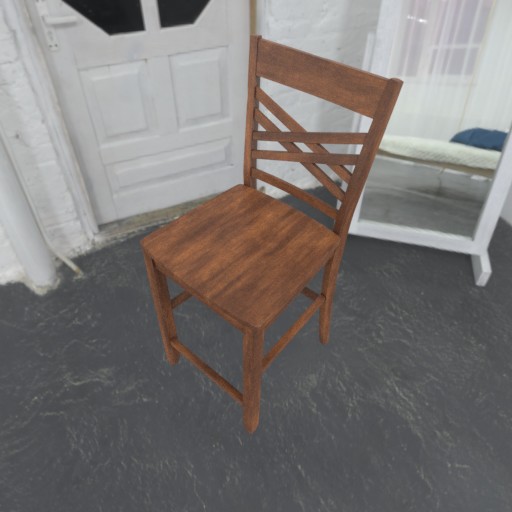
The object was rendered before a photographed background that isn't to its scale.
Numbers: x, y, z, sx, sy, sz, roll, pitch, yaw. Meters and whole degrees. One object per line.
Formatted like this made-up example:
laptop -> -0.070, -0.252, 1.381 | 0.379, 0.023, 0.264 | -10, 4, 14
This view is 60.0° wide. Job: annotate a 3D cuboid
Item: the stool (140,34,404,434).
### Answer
stool -> 0.000, 0.000, 1.377 | 0.462, 1.079, 0.539 | 32, 53, 28
